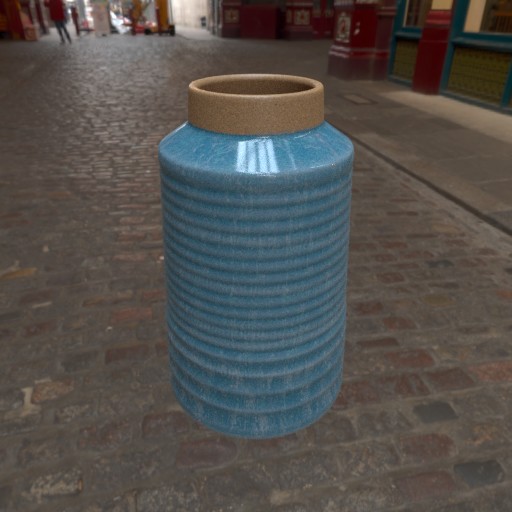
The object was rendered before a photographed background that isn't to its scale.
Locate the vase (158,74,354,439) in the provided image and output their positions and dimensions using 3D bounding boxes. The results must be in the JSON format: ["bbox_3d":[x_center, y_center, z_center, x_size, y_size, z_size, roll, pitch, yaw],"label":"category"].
[{"bbox_3d":[0.000,0.000,0.363,0.163,0.267,0.163,0,30,0],"label":"vase"}]
